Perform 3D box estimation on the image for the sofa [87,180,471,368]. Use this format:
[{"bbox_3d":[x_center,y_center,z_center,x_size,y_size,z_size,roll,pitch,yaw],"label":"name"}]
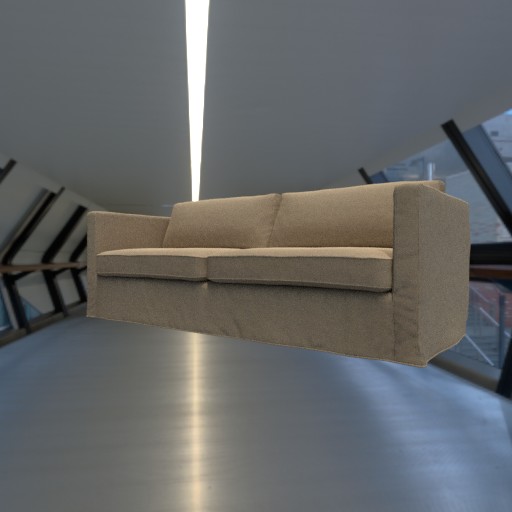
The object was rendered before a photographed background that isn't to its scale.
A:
[{"bbox_3d":[0.000,0.000,2.768,2.312,0.853,0.962,0,1,37],"label":"sofa"}]
